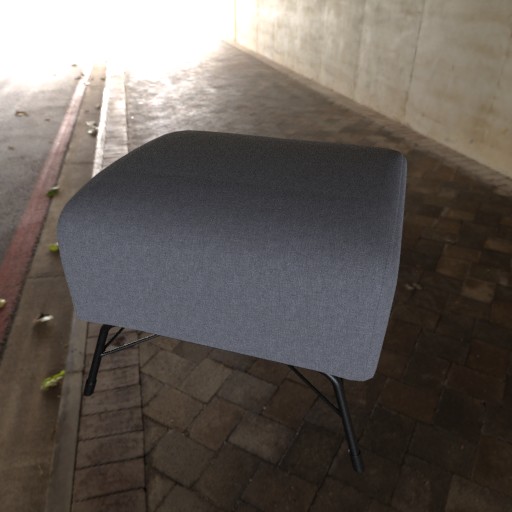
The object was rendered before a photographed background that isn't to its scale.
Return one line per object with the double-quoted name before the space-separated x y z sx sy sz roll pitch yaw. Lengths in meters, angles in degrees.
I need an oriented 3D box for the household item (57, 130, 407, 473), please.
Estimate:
"household item" 0.000 0.000 0.884 0.530 0.410 0.530 9 33 15
